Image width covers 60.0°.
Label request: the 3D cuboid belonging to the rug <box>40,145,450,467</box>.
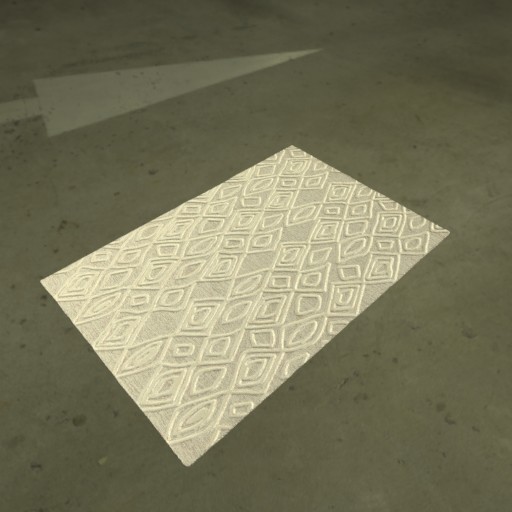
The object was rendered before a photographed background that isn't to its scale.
[{"bbox_3d":[0.000,0.000,2.344,1.832,0.016,1.224,-34,55,-28],"label":"rug"}]
